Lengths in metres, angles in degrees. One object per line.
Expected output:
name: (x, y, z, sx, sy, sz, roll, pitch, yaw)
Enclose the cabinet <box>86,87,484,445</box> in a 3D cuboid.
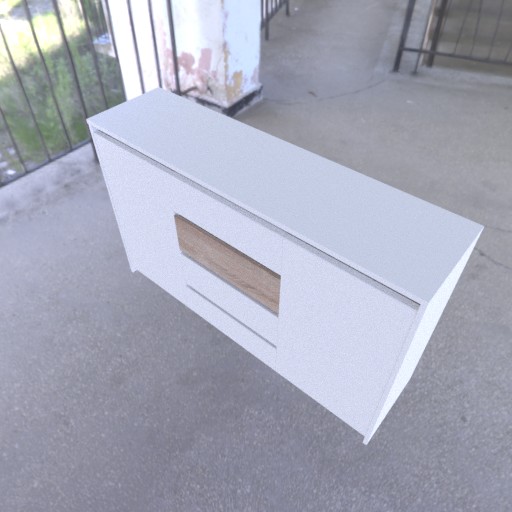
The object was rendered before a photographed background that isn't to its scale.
cabinet: (0.000, 0.000, 1.860, 1.450, 0.900, 0.380, 31, 53, 27)
